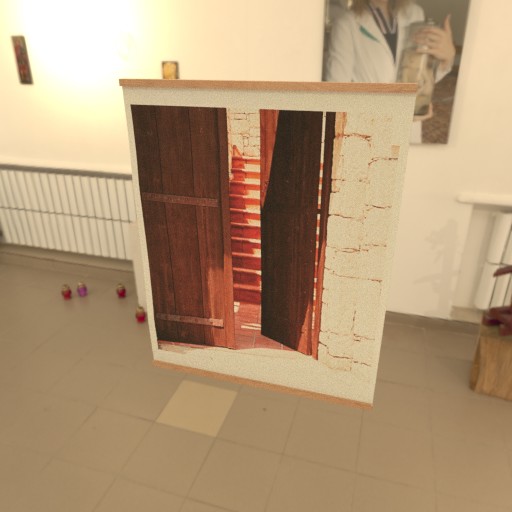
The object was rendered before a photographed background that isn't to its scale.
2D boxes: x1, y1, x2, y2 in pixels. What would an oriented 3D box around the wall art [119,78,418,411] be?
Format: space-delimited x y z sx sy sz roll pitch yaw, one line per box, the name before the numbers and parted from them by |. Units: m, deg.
wall art | 0.000 0.000 0.690 0.406 0.508 0.013 7 26 15
